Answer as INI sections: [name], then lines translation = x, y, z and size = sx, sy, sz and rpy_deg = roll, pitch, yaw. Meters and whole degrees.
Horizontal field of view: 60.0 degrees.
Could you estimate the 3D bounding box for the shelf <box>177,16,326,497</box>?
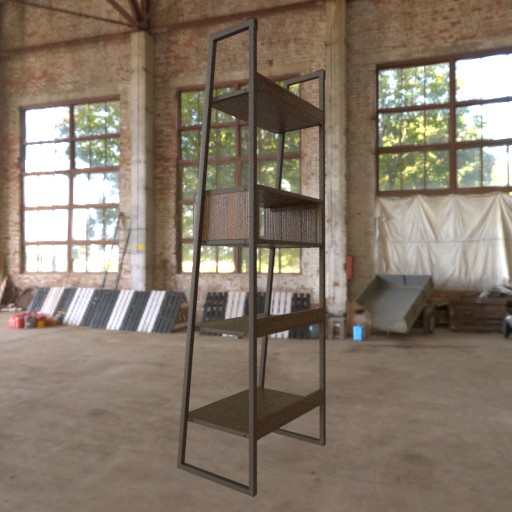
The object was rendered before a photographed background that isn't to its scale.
[shelf]
translation = 0.000, 0.000, 2.239
size = 0.454, 2.005, 0.652
rpy_deg = -1, -1, 36
